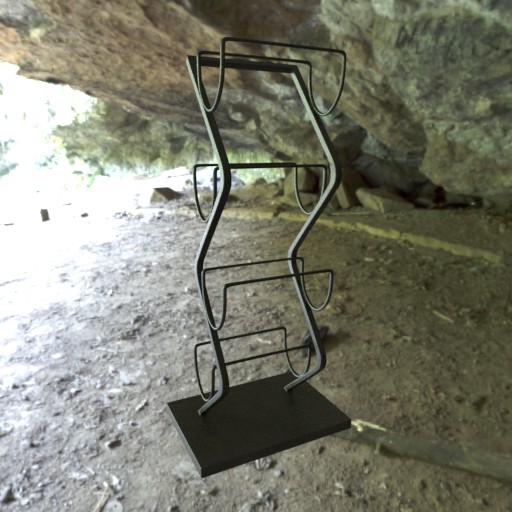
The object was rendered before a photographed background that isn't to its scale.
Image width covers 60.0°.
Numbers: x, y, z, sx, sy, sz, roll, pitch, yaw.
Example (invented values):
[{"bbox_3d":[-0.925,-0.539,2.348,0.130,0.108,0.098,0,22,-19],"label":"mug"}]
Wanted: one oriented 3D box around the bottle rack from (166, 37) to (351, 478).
[{"bbox_3d":[0.000,0.000,0.668,0.254,0.559,0.178,-7,15,-25],"label":"bottle rack"}]
